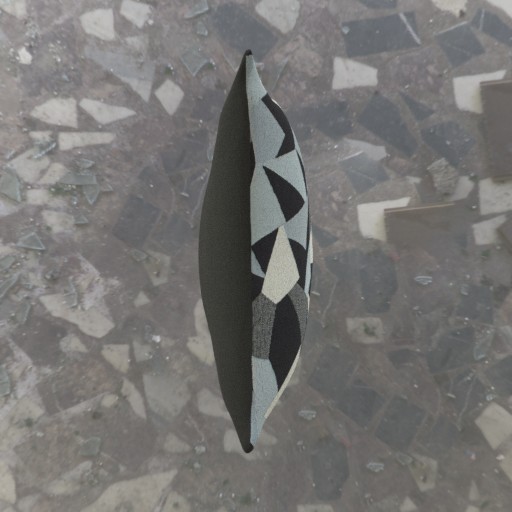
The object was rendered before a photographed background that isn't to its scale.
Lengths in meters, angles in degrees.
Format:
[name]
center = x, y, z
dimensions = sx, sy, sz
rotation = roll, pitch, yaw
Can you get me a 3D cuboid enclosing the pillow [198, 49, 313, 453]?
[pillow]
center = 0.000, 0.000, 0.774
dimensions = 0.208, 0.496, 0.503
rotation = 0, 89, 0
